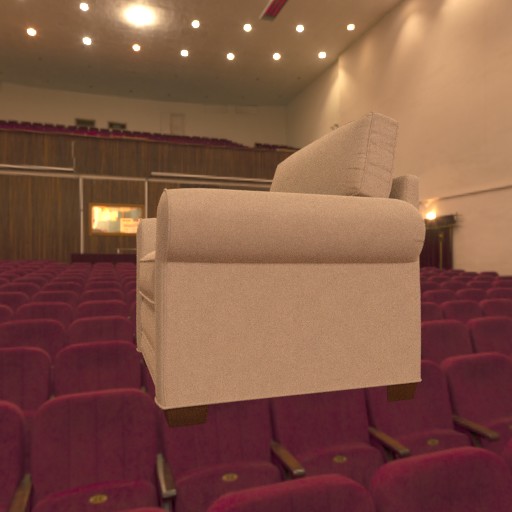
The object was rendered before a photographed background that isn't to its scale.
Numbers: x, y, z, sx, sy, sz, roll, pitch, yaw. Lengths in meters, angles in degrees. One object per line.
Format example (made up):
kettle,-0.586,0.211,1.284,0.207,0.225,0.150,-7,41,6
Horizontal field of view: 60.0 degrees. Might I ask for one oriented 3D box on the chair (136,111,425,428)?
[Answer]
chair,0.000,0.000,1.745,0.863,0.955,1.040,0,-1,-19
